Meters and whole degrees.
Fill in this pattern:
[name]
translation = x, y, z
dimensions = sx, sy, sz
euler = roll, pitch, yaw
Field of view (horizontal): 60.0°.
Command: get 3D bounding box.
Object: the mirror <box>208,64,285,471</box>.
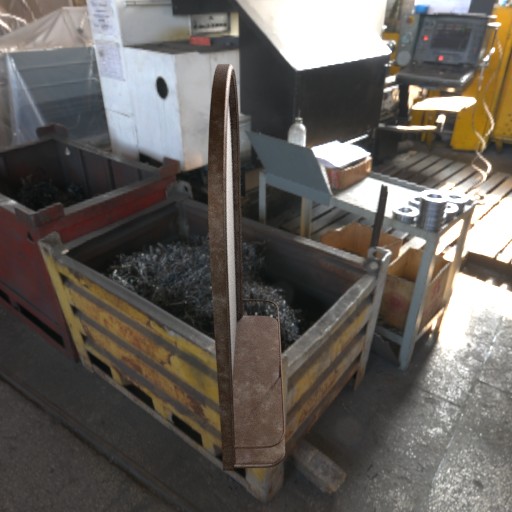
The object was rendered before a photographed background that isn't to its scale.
[mirror]
translation = 0.000, 0.000, 0.966
dimensions = 0.137, 0.770, 0.510
euler = 0, 32, 0
